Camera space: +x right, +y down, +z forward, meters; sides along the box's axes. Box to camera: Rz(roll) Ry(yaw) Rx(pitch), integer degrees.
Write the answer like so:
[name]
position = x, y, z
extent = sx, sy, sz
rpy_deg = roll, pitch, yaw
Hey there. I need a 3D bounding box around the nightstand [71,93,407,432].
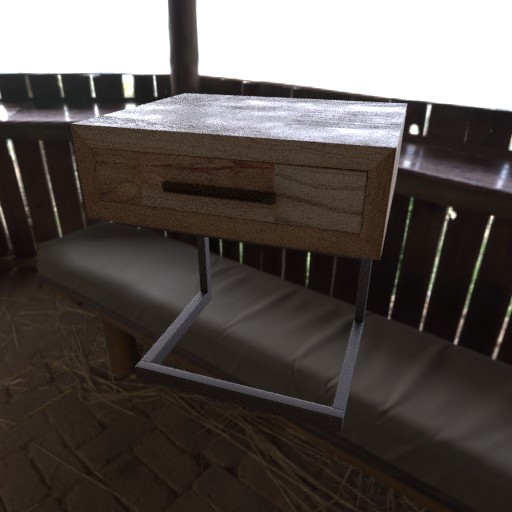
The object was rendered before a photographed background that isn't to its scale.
[nightstand]
position = 0.000, 0.000, 1.020
extent = 0.558, 0.632, 0.481
rpy_deg = 9, 28, 17
